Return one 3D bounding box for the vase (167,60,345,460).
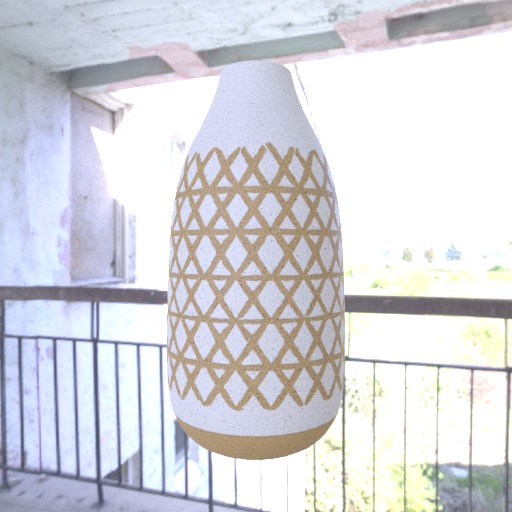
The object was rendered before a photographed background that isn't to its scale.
[{"bbox_3d":[0.000,0.000,0.468,0.186,0.380,0.186,0,1,0],"label":"vase"}]
